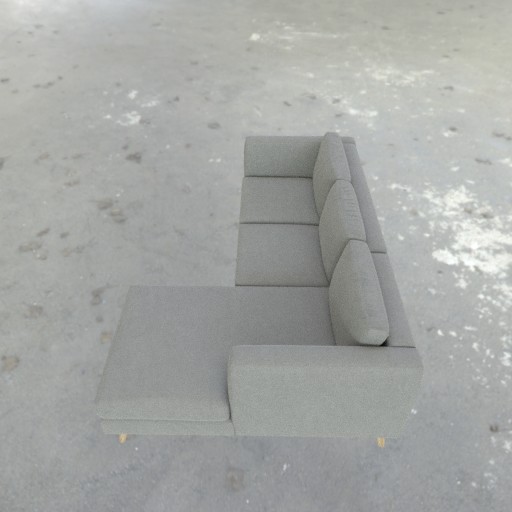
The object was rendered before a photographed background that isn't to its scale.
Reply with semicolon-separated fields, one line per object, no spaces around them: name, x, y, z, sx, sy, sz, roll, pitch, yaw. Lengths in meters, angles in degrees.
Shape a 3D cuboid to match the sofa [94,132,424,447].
sofa;0.000;0.000;3.008;1.580;0.860;2.300;1;42;1
